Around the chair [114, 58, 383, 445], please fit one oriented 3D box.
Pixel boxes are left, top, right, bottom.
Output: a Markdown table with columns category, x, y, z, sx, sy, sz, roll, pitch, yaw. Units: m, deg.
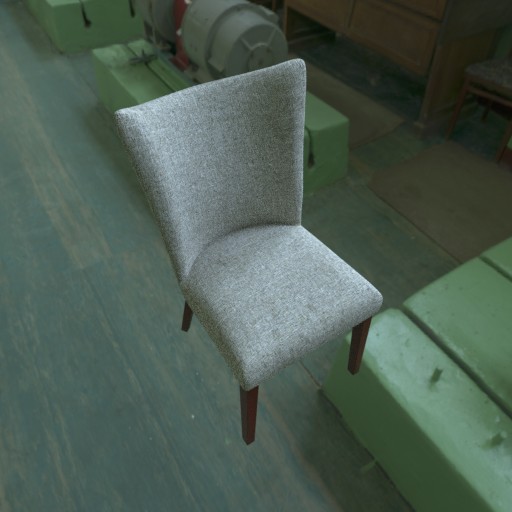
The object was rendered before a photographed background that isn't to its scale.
| category | x | y | z | sx | sy | sz | roll | pitch | yaw |
| --- | --- | --- | --- | --- | --- | --- | --- | --- | --- |
| chair | 0.000 | 0.000 | 1.320 | 0.535 | 0.924 | 0.623 | -26 | 52 | -22 |
